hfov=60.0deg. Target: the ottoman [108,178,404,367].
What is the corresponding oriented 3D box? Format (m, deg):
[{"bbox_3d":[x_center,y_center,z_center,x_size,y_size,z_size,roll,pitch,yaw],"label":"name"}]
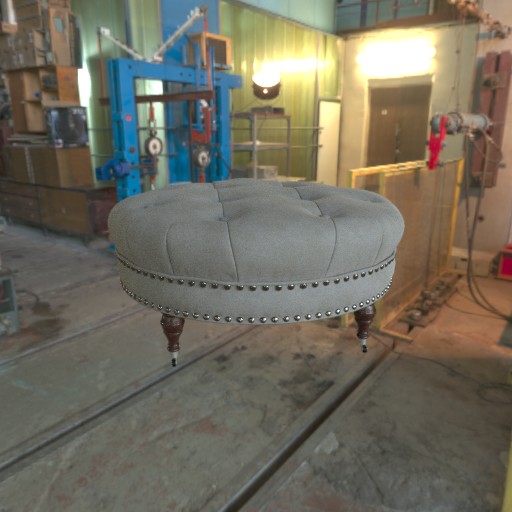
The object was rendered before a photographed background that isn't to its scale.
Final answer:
[{"bbox_3d":[0.000,0.000,1.427,0.901,0.439,0.901,0,16,0],"label":"ottoman"}]
